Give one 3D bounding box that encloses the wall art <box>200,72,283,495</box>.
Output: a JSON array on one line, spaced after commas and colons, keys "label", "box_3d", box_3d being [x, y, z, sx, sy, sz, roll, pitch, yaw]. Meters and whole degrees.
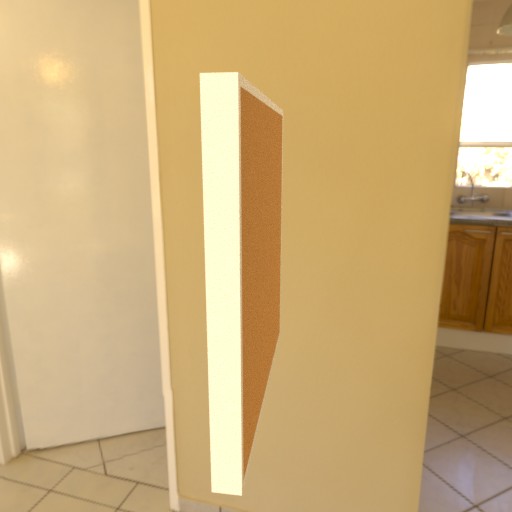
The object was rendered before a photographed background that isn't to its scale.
[{"label": "wall art", "box_3d": [0.000, 0.000, 0.452, 0.024, 0.304, 0.304, 2, 14, 8]}]
